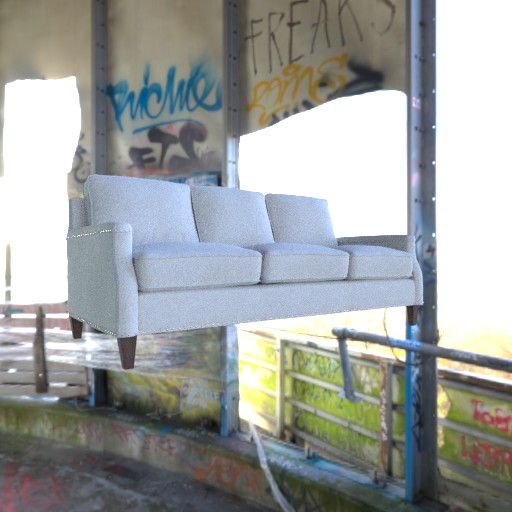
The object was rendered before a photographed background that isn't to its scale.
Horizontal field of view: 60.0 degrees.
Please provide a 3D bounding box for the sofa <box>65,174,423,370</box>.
[{"bbox_3d":[0.000,0.000,2.979,2.246,1.003,1.084,0,0,-36],"label":"sofa"}]
